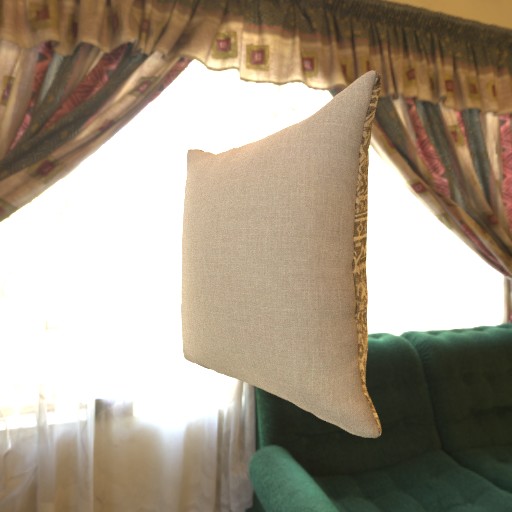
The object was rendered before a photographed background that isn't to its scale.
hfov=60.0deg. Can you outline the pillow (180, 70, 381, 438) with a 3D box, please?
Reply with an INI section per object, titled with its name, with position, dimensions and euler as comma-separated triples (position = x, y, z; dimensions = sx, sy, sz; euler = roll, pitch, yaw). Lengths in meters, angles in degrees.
[pillow]
position = 0.000, 0.000, 0.793
dimensions = 0.180, 0.487, 0.546
euler = 0, 0, -36
